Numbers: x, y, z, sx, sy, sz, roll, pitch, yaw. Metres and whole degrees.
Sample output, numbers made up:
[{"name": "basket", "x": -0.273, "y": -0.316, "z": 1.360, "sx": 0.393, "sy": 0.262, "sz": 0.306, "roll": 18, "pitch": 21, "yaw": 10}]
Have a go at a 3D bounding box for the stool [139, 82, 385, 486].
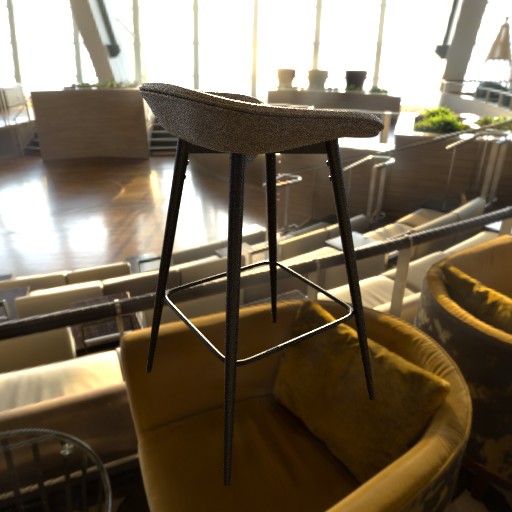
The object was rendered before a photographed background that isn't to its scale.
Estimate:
[{"name": "stool", "x": 0.000, "y": 0.000, "z": 1.096, "sx": 0.480, "sy": 0.814, "sz": 0.469, "roll": -16, "pitch": 30, "yaw": -31}]
